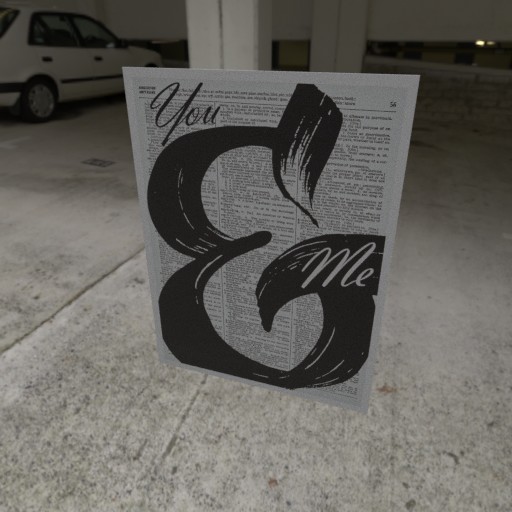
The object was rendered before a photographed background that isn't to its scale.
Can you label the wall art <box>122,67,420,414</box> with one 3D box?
[{"bbox_3d":[0.000,0.000,0.788,0.457,0.609,0.003,9,28,17],"label":"wall art"}]
